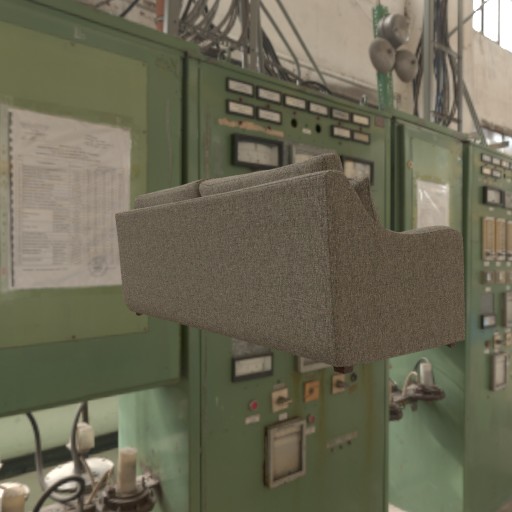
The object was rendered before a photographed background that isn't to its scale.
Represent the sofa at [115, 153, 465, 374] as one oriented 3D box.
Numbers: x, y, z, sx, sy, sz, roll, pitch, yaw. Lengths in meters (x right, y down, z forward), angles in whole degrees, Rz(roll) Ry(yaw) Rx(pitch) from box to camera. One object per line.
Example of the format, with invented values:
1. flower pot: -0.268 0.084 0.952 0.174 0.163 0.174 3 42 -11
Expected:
1. sofa: 0.000 0.000 3.006 1.103 0.998 2.418 0 0 -37
